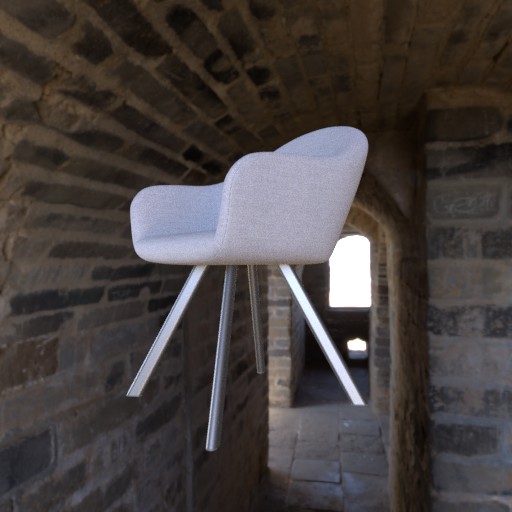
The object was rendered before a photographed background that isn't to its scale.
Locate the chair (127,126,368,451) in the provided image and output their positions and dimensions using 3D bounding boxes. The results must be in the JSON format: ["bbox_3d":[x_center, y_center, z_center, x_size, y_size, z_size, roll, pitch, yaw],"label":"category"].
[{"bbox_3d":[0.000,0.000,1.232,0.570,0.780,0.540,0,-1,-36],"label":"chair"}]
